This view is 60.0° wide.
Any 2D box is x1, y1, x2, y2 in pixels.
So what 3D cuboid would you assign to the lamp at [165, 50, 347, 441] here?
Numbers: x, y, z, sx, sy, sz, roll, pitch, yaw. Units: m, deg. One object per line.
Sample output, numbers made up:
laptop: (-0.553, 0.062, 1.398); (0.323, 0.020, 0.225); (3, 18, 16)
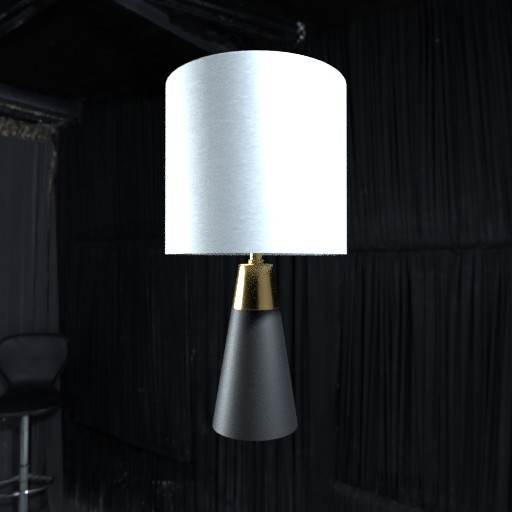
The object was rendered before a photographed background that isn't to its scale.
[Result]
lamp: (0.000, 0.000, 0.768); (0.308, 0.580, 0.308); (-1, -1, 37)
